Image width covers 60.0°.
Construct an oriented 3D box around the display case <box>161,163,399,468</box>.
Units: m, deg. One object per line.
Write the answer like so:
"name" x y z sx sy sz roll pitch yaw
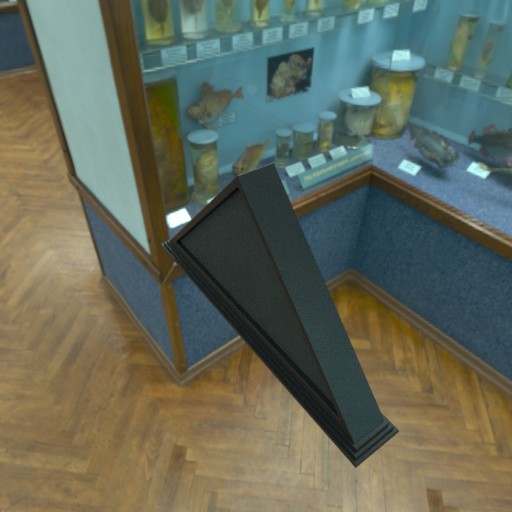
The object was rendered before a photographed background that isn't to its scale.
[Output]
"display case" 0.000 0.000 0.767 0.095 0.340 0.640 -25 47 -26
